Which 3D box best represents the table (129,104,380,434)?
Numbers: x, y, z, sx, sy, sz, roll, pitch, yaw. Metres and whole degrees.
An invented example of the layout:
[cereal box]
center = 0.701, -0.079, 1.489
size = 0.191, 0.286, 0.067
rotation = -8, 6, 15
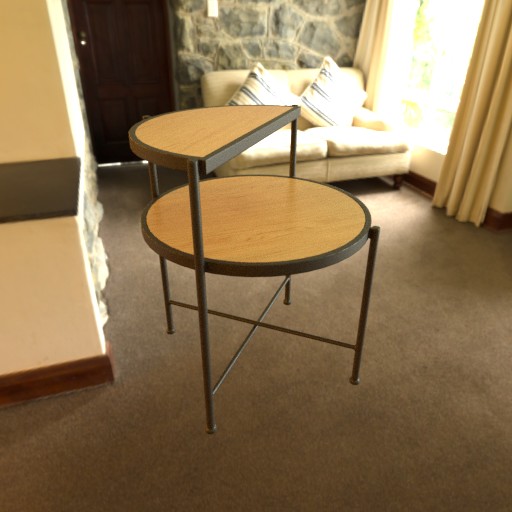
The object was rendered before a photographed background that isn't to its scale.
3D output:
[table]
center = 0.000, 0.000, 1.187
size = 0.628, 0.684, 0.629
rotation = 11, 30, 19
